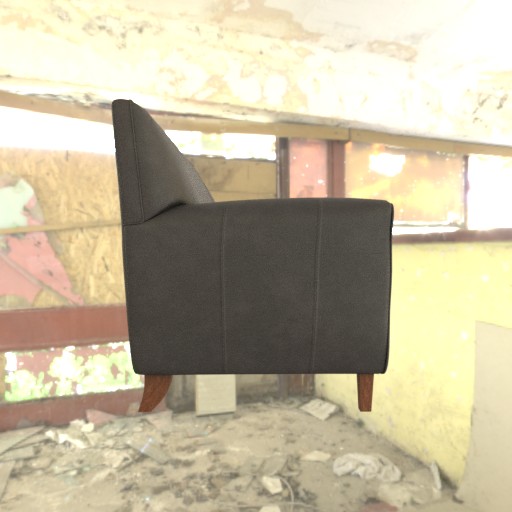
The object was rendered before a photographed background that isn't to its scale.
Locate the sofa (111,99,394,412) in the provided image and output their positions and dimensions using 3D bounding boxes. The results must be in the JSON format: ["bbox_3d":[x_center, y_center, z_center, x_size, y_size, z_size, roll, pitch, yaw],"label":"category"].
[{"bbox_3d":[0.000,0.000,1.925,0.787,0.871,1.473,0,1,0],"label":"sofa"}]
